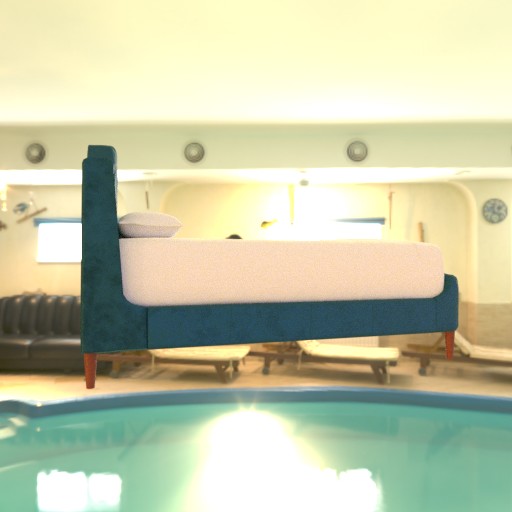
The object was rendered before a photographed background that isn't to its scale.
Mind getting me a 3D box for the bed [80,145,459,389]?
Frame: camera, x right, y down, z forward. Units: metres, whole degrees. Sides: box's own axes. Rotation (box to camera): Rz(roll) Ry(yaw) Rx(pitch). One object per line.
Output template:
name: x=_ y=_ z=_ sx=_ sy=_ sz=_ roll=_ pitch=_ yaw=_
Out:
bed: x=0.000 y=0.000 z=3.312 sx=2.322 sy=1.338 sz=1.678 roll=0 pitch=0 yaw=-17
